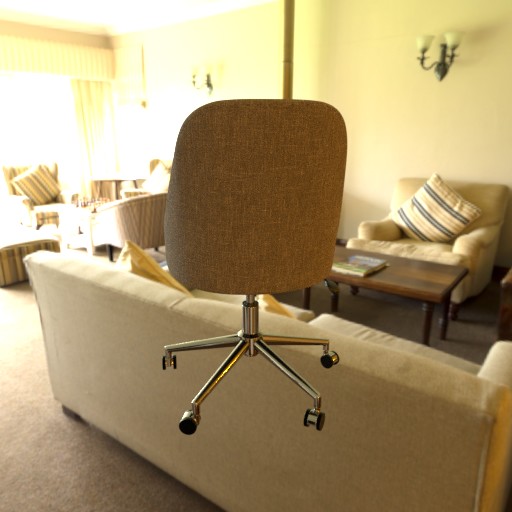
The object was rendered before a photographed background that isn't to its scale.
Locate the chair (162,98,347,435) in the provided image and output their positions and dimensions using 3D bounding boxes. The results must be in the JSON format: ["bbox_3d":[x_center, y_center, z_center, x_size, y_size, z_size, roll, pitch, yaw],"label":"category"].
[{"bbox_3d":[0.000,0.000,1.478,0.671,0.950,0.712,-3,16,-9],"label":"chair"}]
